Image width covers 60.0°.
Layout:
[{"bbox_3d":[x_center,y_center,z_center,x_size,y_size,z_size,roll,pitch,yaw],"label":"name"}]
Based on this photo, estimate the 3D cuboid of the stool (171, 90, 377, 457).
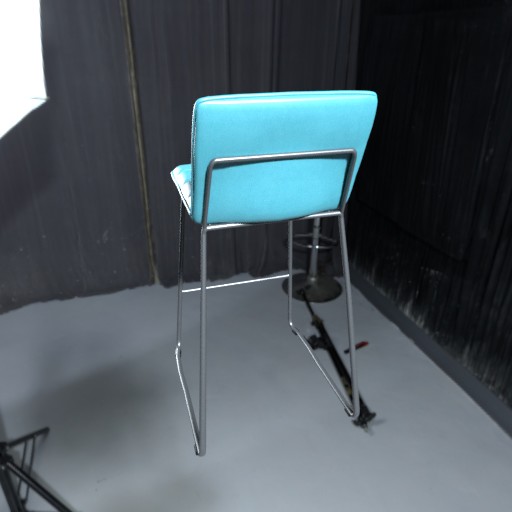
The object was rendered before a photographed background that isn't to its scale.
[{"bbox_3d":[0.000,0.000,1.276,0.489,0.936,0.524,-8,27,-15],"label":"stool"}]
